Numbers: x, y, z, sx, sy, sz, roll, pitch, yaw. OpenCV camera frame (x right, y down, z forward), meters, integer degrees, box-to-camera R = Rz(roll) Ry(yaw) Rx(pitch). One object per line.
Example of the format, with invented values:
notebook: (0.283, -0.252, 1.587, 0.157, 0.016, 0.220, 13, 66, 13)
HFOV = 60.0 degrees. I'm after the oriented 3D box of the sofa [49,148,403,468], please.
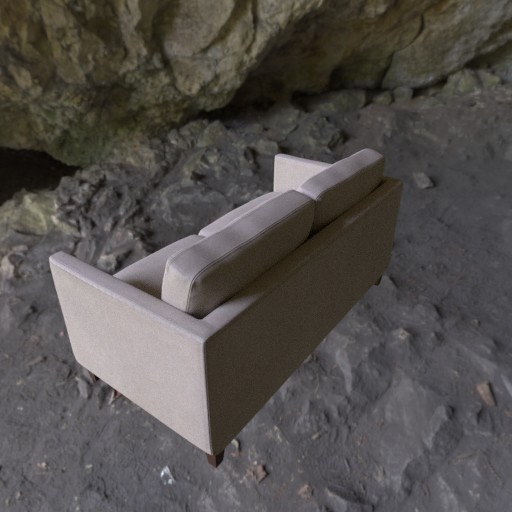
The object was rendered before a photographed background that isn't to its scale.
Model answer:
sofa: (0.000, 0.000, 2.440, 0.950, 0.940, 1.846, 20, 36, 31)
